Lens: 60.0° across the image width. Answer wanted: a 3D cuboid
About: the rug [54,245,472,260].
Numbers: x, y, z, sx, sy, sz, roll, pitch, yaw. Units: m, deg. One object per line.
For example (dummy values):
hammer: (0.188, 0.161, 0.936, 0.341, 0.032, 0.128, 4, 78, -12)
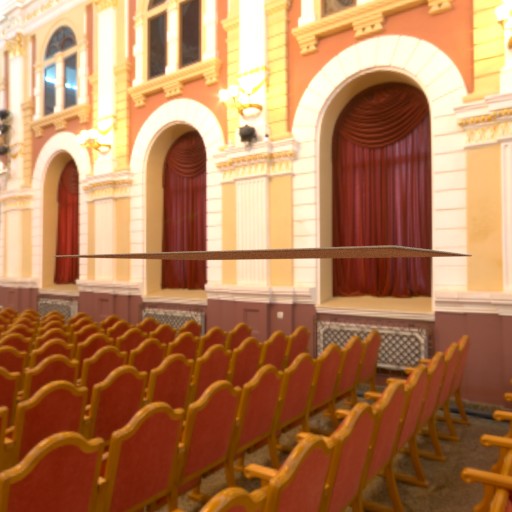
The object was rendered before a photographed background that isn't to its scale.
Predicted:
rug: (0.000, 0.000, 3.022, 2.438, 0.011, 1.524, -1, -2, 36)
